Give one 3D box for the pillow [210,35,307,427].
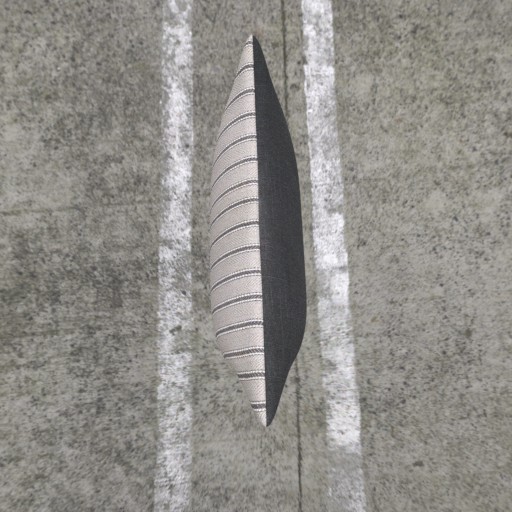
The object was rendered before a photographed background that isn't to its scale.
[{"bbox_3d":[0.000,0.000,0.703,0.138,0.444,0.468,-2,75,0],"label":"pillow"}]
